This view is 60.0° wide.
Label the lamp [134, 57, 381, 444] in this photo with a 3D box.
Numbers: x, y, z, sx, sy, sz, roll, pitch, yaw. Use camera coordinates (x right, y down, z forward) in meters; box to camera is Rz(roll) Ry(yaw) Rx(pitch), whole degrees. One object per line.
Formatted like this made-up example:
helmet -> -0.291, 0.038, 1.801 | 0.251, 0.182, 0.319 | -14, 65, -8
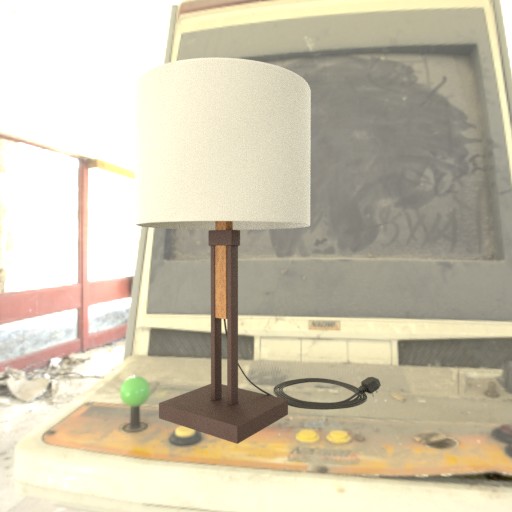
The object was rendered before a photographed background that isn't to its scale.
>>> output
lamp -> 0.000, 0.000, 0.976 | 0.396, 0.668, 0.525 | 1, 1, 36
